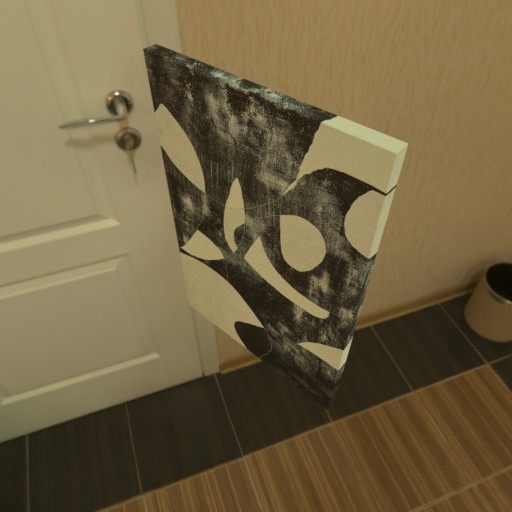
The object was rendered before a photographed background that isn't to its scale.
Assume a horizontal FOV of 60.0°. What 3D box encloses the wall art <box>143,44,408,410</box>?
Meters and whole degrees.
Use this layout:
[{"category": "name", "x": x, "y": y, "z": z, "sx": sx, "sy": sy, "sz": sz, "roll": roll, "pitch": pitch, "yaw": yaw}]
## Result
[{"category": "wall art", "x": 0.000, "y": 0.000, "z": 1.164, "sx": 0.610, "sy": 0.915, "sz": 0.041, "roll": 32, "pitch": 54, "yaw": 27}]
